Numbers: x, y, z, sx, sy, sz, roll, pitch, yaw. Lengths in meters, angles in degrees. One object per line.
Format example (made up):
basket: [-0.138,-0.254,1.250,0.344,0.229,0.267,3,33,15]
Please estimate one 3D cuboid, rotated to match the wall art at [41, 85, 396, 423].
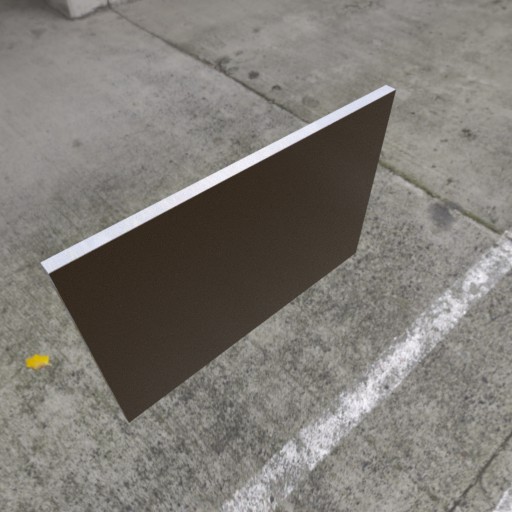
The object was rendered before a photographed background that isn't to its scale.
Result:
wall art: [0.000,0.000,1.435,1.145,0.762,0.041,-33,56,-26]
